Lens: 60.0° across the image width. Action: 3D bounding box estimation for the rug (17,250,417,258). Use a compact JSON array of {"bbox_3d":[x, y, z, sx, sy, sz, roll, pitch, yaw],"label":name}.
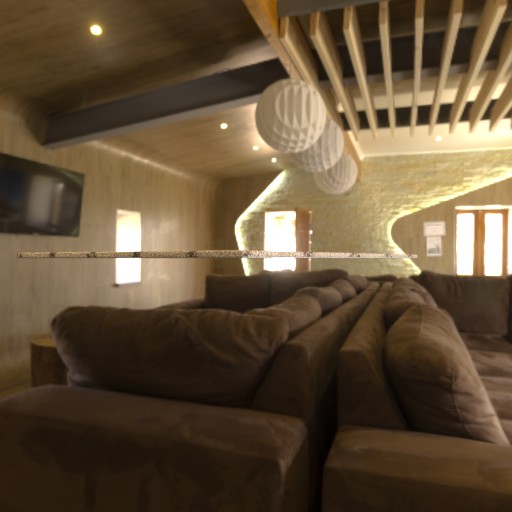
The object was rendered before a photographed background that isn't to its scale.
[{"bbox_3d":[0.000,0.000,3.001,1.524,0.030,2.438,0,0,34],"label":"rug"}]
